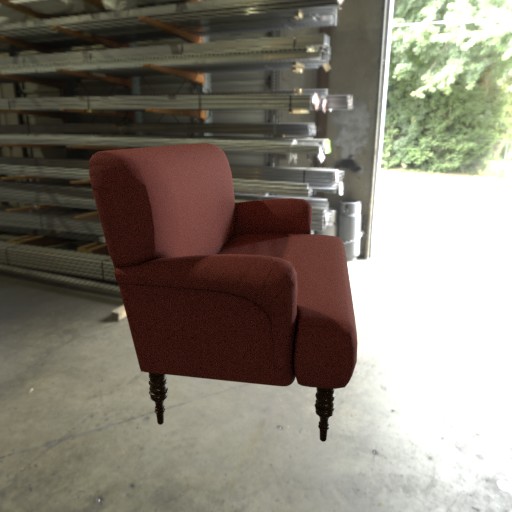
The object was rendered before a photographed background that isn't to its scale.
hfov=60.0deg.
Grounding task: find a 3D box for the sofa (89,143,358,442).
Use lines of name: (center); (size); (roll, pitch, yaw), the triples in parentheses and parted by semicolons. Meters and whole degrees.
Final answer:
sofa: (0.000, 0.000, 1.844); (0.779, 0.889, 1.297); (2, 16, 9)
